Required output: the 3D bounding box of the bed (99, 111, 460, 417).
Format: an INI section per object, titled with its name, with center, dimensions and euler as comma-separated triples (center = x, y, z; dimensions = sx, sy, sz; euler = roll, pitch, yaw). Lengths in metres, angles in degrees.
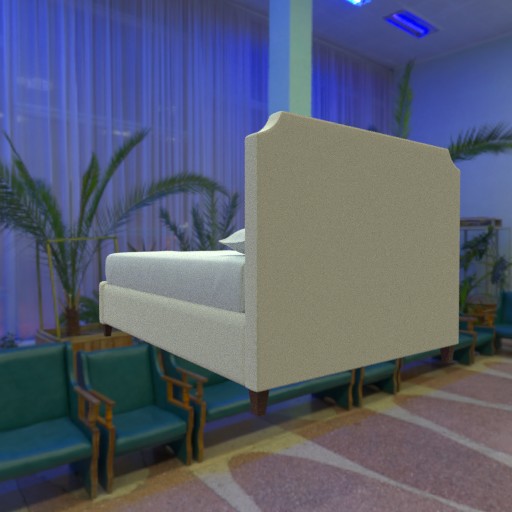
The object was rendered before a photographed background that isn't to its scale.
[bed]
center = 0.000, 0.000, 3.414
dimensions = 1.703, 1.415, 2.329
euler = -1, 2, -36
